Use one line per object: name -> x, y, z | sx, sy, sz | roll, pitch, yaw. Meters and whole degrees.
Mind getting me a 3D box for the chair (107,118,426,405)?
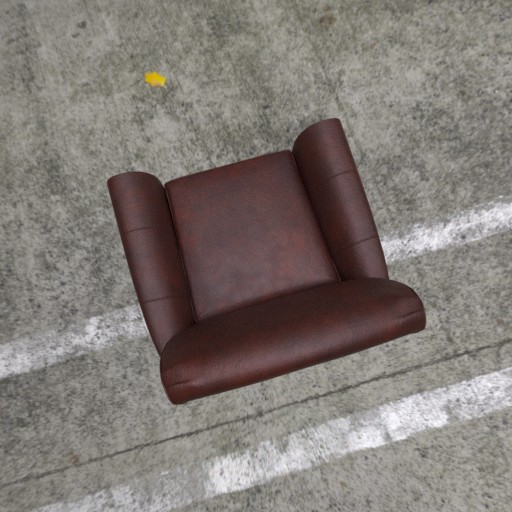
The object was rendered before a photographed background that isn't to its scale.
chair -> 0.000, 0.000, 1.748 | 0.978, 1.061, 0.902 | -16, 76, -4
